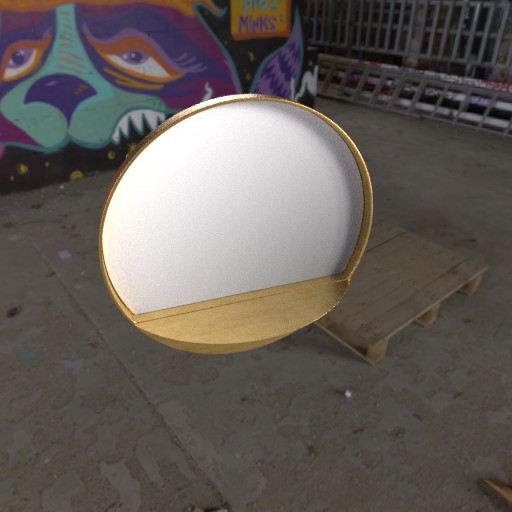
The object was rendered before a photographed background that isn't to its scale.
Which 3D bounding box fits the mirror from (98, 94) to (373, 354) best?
[{"bbox_3d":[0.000,0.000,0.688,0.457,0.457,0.133,-10,33,-16],"label":"mirror"}]
